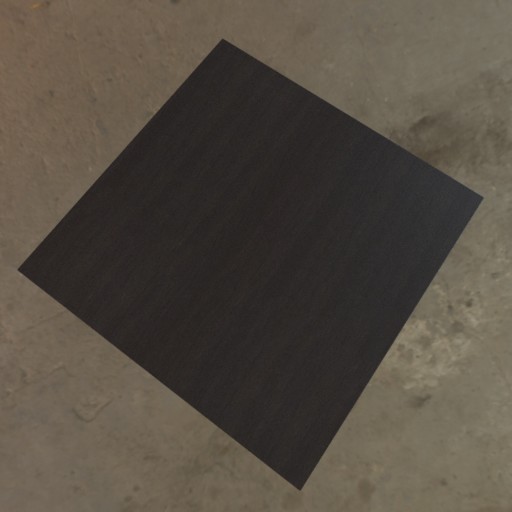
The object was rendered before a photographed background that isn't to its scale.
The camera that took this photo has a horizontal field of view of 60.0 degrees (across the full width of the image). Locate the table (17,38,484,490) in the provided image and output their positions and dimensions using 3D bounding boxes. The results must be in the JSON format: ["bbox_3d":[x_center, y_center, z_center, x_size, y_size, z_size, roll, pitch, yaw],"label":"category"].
[{"bbox_3d":[0.000,0.000,1.198,0.762,0.396,0.762,35,77,9],"label":"table"}]
